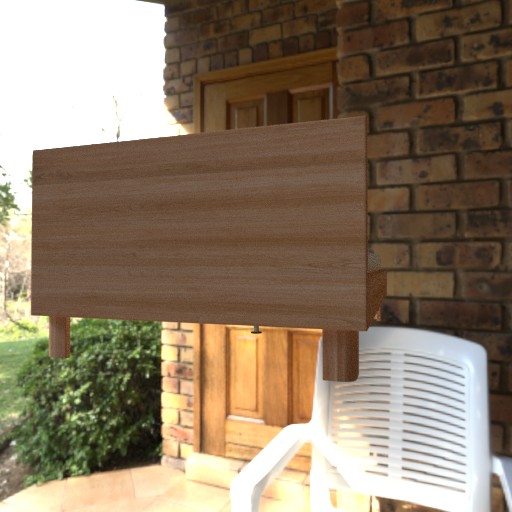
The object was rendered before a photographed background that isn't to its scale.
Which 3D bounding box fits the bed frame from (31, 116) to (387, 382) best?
[{"bbox_3d":[0.000,0.000,2.707,1.472,0.940,1.992,0,-1,18],"label":"bed frame"}]
